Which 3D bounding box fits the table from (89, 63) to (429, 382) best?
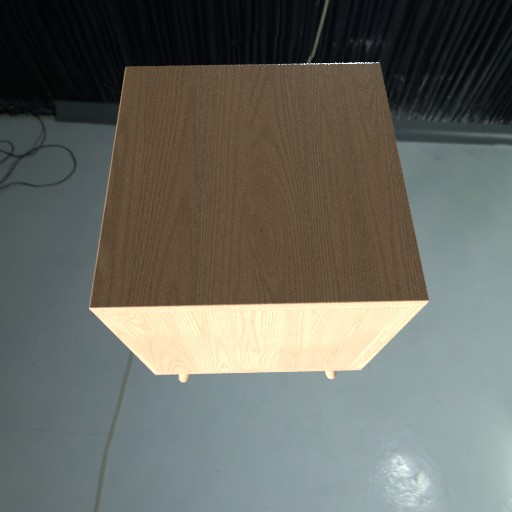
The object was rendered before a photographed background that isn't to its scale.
[{"bbox_3d":[0.000,0.000,0.854,0.400,0.550,0.400,-1,64,-1],"label":"table"}]
